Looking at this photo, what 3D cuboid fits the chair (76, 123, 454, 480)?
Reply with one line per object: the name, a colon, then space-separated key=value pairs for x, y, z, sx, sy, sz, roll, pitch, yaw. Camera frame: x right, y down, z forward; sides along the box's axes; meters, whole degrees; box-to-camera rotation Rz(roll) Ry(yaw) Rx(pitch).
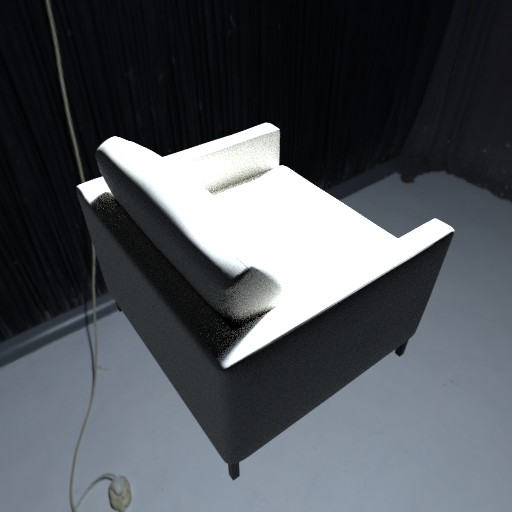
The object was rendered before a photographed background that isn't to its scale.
chair: x=0.000 y=0.000 z=1.580 sx=0.875 sy=0.806 sz=0.964 roll=-26 pitch=47 yaw=-27
